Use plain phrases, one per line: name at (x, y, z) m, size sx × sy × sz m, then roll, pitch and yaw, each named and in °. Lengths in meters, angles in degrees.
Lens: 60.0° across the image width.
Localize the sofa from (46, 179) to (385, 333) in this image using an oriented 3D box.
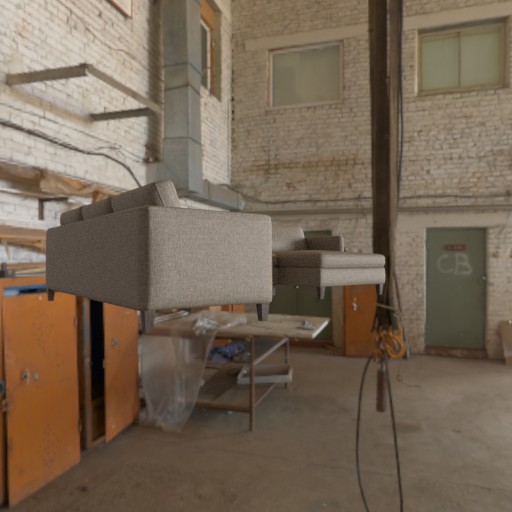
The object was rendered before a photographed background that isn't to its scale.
sofa at (0.000, 0.000, 4.421) m, size 3.403 × 0.889 × 2.551 m, roll 0°, pitch -1°, yaw -37°
